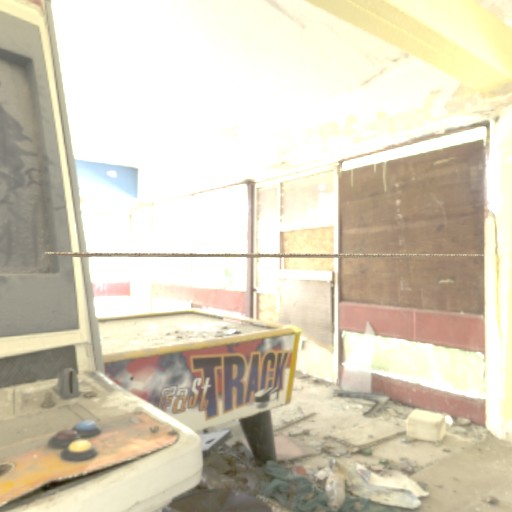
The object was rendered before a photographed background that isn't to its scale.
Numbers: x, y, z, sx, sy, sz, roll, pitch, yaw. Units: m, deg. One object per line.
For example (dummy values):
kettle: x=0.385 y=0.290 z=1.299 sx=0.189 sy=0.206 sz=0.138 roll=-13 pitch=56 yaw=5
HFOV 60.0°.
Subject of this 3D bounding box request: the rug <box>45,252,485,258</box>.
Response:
rug: x=0.000 y=0.000 z=3.075 sx=2.464 sy=0.010 sz=1.549 roll=0 pitch=-1 yaw=-18
